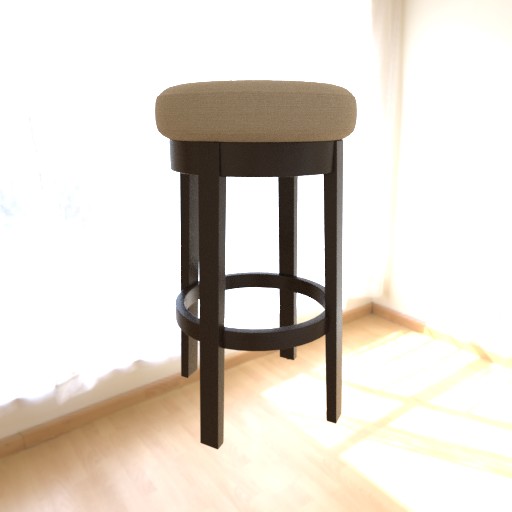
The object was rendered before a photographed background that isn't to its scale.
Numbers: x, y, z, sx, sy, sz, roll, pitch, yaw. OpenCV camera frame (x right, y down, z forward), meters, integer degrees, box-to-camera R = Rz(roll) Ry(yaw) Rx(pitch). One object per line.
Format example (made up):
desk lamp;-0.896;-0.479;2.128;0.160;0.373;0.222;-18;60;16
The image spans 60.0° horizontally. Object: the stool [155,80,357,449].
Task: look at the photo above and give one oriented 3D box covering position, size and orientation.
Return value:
stool;0.000;0.000;1.048;0.446;0.758;0.446;0;17;0
